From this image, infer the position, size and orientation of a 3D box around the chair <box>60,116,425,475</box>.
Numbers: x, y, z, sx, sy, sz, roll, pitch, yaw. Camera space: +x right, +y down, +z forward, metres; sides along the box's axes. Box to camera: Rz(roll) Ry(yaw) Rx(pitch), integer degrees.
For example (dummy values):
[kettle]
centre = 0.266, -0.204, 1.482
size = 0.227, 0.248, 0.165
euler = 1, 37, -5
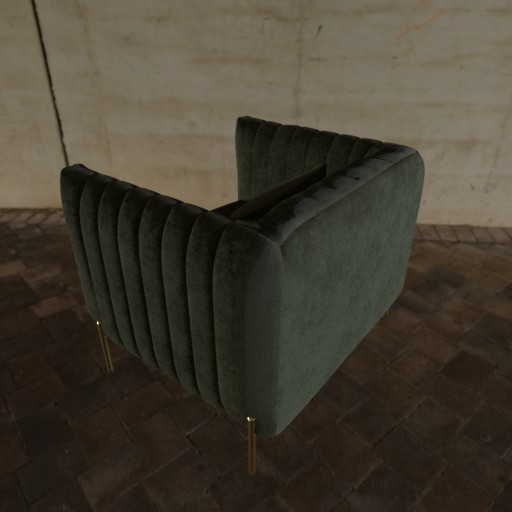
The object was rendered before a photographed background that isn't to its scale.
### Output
[chair]
centre = 0.000, 0.000, 1.666
size = 0.877, 0.794, 1.032
euler = 21, 36, 32
